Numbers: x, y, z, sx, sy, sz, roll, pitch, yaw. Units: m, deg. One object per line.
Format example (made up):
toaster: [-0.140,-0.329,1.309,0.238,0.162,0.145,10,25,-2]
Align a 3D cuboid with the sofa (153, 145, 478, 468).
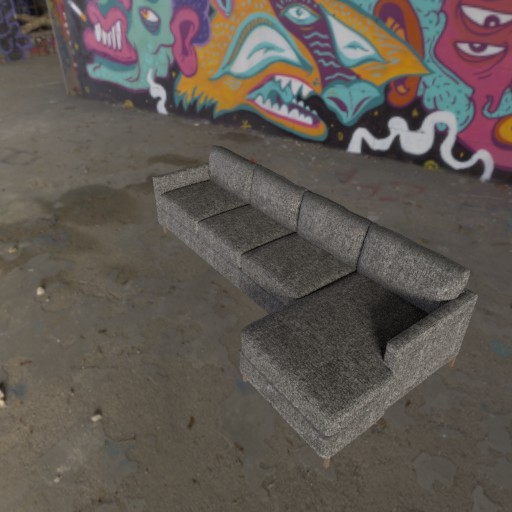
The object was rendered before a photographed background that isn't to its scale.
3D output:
sofa: [0.000,0.000,4.022,1.488,0.970,3.384,-22,39,-30]
